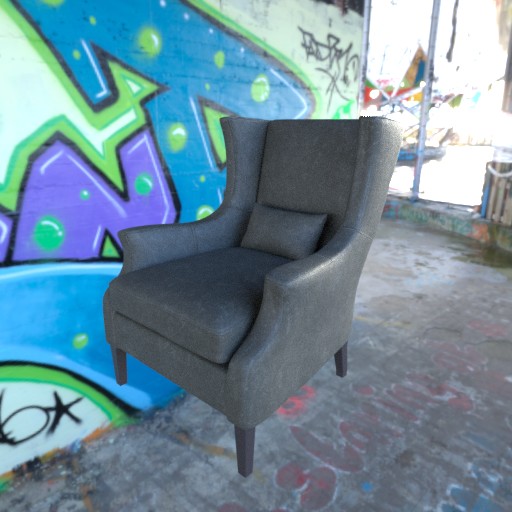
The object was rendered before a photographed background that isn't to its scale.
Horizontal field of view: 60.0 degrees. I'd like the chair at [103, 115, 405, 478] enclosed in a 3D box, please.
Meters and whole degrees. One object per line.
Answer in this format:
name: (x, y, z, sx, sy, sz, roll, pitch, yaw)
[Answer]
chair: (0.000, 0.000, 1.682, 0.853, 1.016, 0.926, 15, 23, 41)
